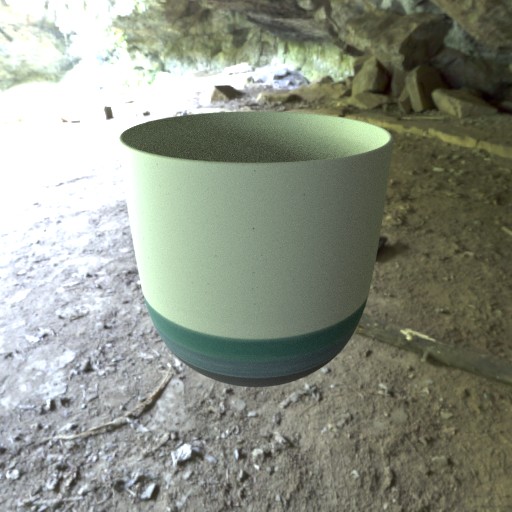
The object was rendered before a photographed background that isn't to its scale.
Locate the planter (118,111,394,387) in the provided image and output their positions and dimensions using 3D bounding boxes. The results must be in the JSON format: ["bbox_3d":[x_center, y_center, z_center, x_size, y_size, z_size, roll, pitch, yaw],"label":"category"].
[{"bbox_3d":[0.000,0.000,0.387,0.204,0.214,0.204,0,26,0],"label":"planter"}]
